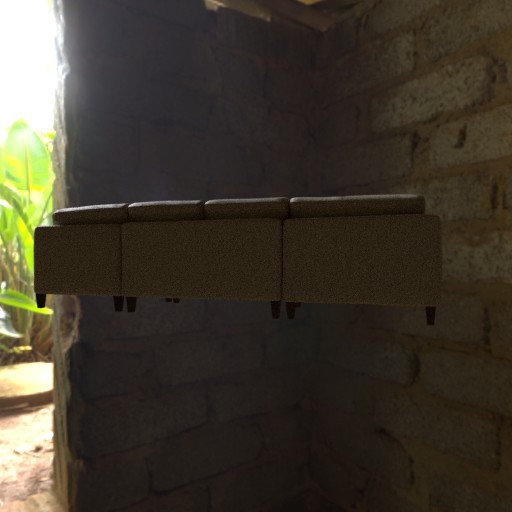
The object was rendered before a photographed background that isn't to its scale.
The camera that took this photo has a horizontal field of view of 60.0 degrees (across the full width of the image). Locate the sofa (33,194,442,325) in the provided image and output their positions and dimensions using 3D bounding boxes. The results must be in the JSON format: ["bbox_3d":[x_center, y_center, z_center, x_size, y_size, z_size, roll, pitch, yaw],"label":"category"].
[{"bbox_3d":[0.000,0.000,4.701,3.460,0.959,2.593,0,0,18],"label":"sofa"}]
